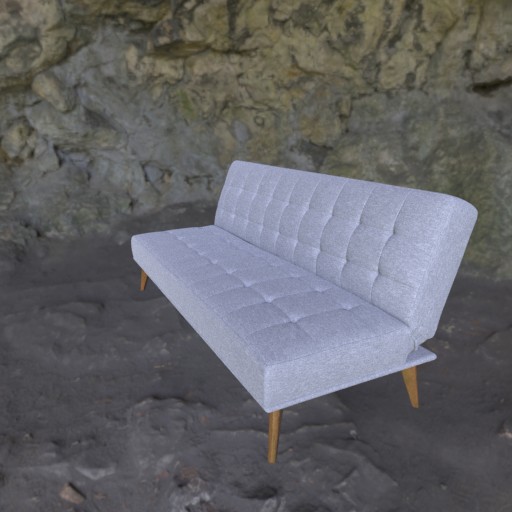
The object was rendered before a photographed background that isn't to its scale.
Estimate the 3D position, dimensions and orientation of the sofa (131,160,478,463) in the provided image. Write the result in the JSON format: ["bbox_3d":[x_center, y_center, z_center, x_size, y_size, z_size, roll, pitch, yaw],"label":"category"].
[{"bbox_3d":[0.000,0.000,2.211,0.860,0.810,1.800,-8,18,-26],"label":"sofa"}]
